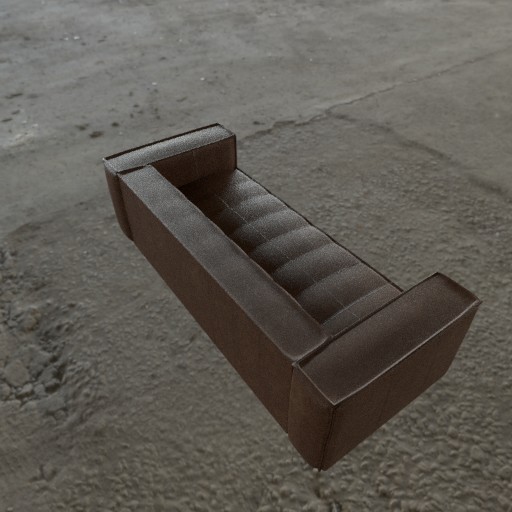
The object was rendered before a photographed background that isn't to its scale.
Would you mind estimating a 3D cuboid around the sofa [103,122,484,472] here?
[{"bbox_3d":[0.000,0.000,3.016,1.102,0.701,2.581,-26,48,-26],"label":"sofa"}]
